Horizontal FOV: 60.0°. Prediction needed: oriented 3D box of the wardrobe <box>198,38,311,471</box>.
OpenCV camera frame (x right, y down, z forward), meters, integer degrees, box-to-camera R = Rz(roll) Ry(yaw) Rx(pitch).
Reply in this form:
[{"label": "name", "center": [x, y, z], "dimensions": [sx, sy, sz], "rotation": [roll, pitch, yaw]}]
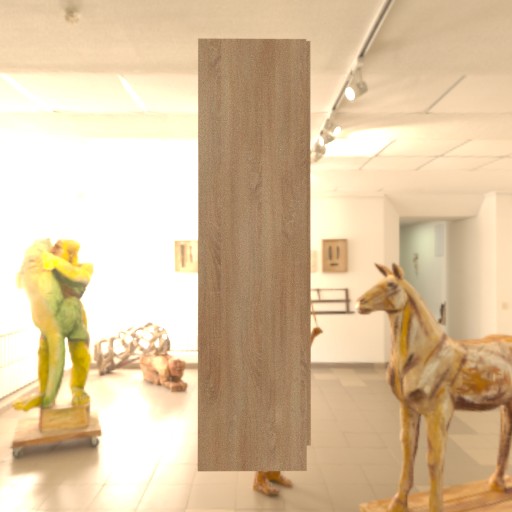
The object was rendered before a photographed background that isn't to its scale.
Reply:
[{"label": "wardrobe", "center": [0.000, 0.000, 3.208], "dimensions": [0.598, 2.159, 1.998], "rotation": [0, 0, -1]}]
